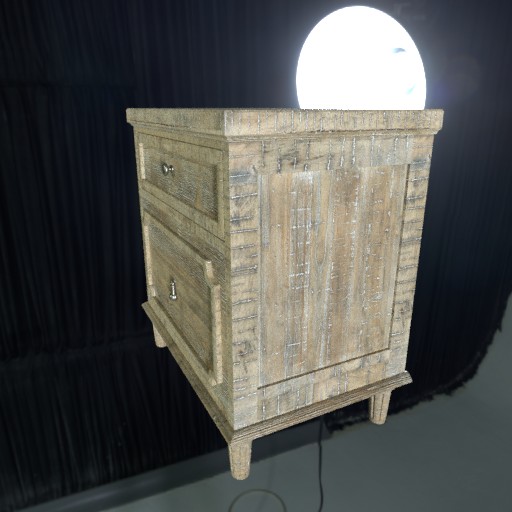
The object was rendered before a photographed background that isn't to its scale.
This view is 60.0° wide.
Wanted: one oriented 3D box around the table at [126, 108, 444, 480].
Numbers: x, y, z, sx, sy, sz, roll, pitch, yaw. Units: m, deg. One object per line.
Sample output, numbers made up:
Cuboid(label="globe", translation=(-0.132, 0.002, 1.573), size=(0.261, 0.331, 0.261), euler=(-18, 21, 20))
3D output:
Cuboid(label="table", translation=(0.000, 0.000, 1.128), size=(0.457, 0.711, 0.686), euler=(-9, 21, -26))
